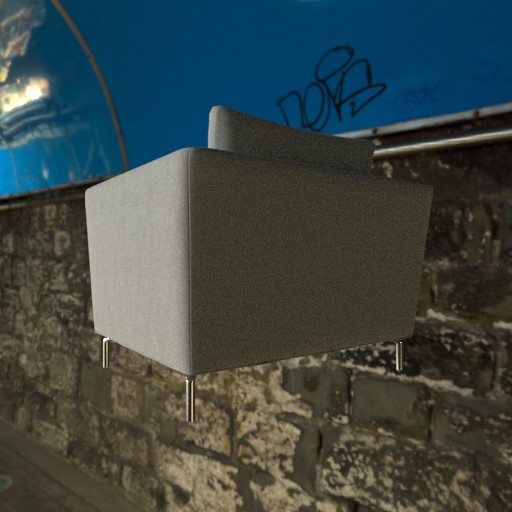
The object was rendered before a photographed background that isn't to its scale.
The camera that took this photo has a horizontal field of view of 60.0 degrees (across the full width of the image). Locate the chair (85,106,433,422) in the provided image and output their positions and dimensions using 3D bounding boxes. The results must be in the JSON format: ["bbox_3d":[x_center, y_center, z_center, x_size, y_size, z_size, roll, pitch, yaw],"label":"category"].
[{"bbox_3d":[0.000,0.000,1.683,1.041,0.864,0.889,0,0,-36],"label":"chair"}]
